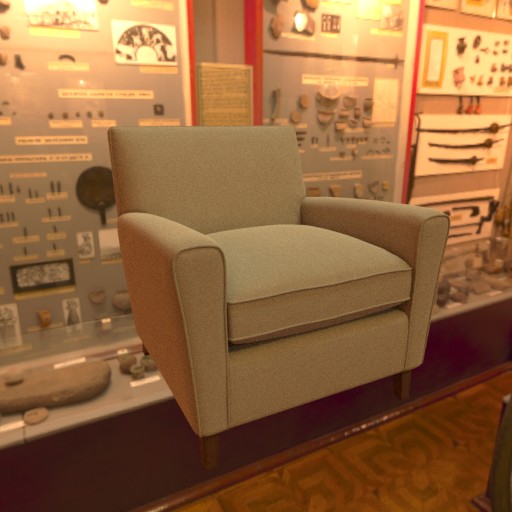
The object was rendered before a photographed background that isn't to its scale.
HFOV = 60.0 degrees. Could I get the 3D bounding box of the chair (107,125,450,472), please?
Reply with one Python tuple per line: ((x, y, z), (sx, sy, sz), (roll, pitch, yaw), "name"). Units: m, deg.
((0.000, 0.000, 1.513), (0.840, 0.846, 0.871), (-8, 19, -26), "chair")
